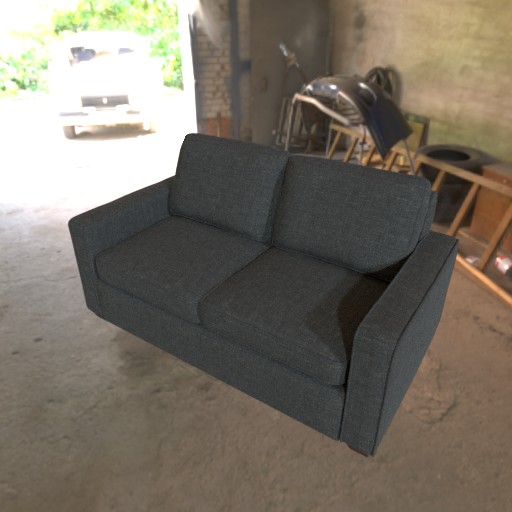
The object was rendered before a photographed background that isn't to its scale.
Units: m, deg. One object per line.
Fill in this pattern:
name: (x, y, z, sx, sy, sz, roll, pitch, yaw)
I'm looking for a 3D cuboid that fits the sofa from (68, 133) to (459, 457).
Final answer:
sofa: (0.000, 0.000, 2.212, 1.709, 0.918, 0.947, 19, 35, 29)
